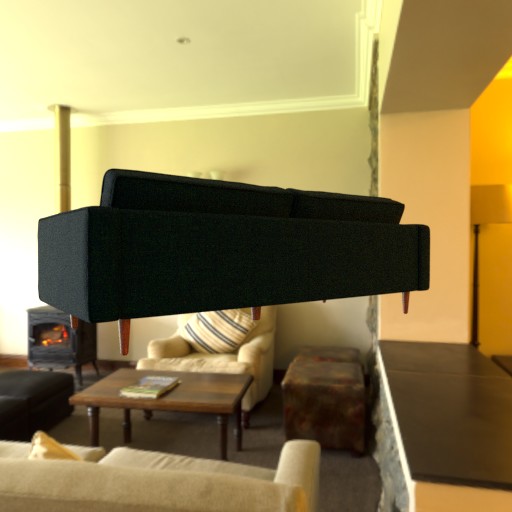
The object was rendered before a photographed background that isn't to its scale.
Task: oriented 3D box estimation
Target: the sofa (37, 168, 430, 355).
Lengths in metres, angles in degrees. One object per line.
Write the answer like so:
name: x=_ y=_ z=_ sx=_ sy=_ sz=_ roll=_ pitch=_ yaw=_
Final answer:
sofa: x=0.000 y=0.000 z=2.620 sx=2.210 sy=0.762 sz=0.914 roll=-1 pitch=1 yaw=-37
